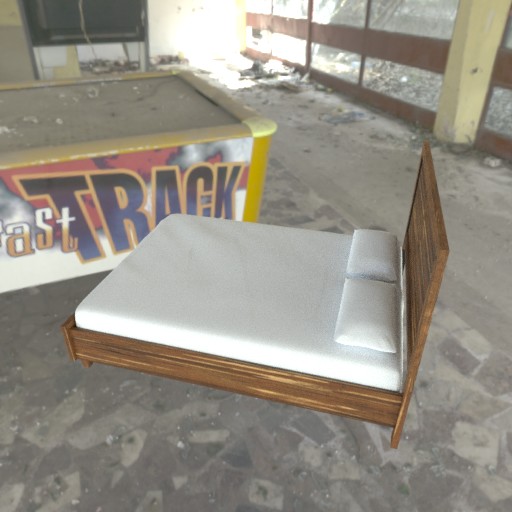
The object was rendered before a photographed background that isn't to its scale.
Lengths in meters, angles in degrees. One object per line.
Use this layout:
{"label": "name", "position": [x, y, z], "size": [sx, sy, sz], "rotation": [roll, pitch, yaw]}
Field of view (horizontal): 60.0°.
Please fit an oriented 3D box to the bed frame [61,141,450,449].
{"label": "bed frame", "position": [0.000, 0.000, 3.307], "size": [2.276, 1.417, 1.696], "rotation": [8, 32, 13]}
